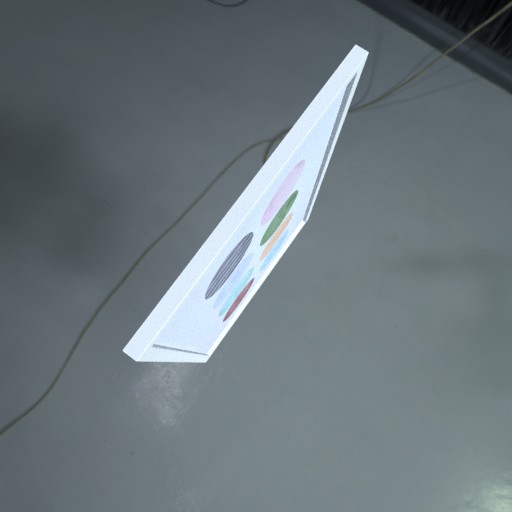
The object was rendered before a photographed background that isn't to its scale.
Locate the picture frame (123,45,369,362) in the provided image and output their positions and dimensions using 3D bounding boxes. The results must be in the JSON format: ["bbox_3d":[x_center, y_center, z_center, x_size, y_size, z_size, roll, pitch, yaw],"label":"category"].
[{"bbox_3d":[0.000,0.000,0.549,0.013,0.434,0.305,35,79,8],"label":"picture frame"}]
